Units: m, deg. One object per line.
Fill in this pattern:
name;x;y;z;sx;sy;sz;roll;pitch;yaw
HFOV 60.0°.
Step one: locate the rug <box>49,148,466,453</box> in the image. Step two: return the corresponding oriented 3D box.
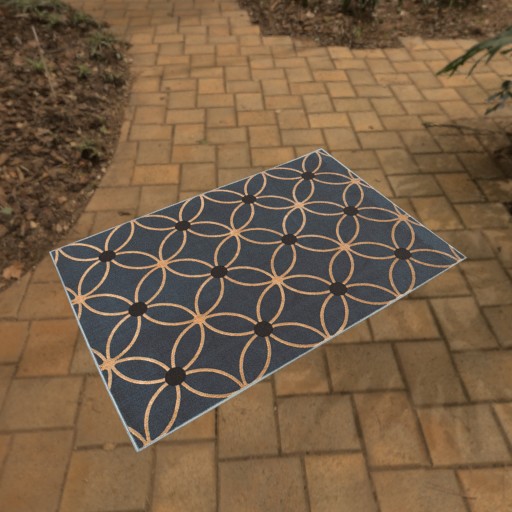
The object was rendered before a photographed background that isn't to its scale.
rug;0.000;0.000;2.889;2.284;0.008;1.522;-25;51;-22
